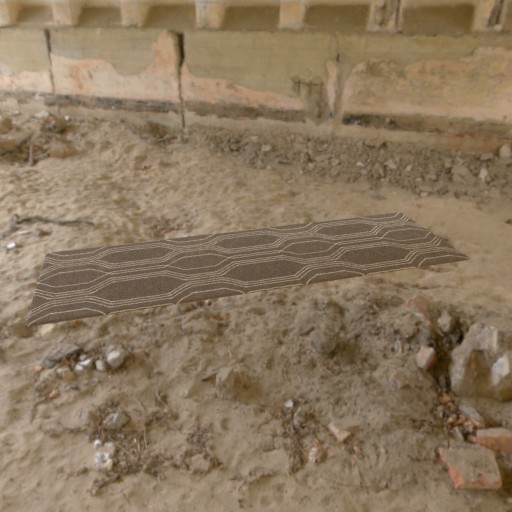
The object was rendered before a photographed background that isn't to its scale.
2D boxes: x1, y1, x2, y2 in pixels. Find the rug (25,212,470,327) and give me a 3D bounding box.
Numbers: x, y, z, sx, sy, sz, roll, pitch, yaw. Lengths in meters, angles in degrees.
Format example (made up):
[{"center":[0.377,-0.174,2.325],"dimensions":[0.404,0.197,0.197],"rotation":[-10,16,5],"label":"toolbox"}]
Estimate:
[{"center":[0.000,0.000,2.695],"dimensions":[2.464,0.012,0.773],"rotation":[-7,29,-14],"label":"rug"}]
